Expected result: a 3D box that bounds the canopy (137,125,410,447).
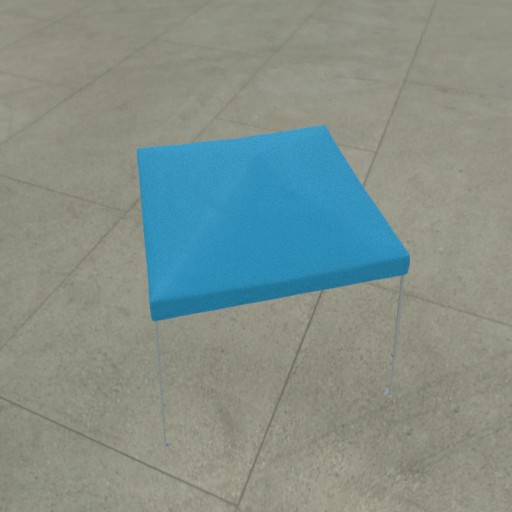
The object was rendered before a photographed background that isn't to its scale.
[{"bbox_3d":[0.000,0.000,6.681,3.599,3.600,3.600,-10,47,-9],"label":"canopy"}]
